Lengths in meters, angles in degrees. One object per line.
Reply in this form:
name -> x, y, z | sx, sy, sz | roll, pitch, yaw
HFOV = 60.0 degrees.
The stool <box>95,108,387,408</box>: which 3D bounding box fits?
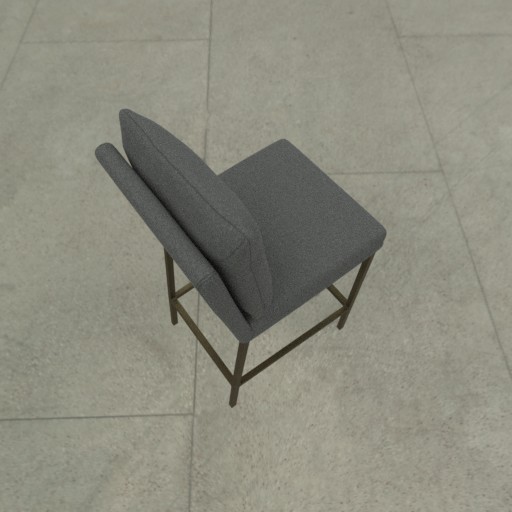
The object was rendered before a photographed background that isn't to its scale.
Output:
stool -> 0.000, 0.000, 1.332 | 0.569, 1.030, 0.463 | -33, 64, -18
